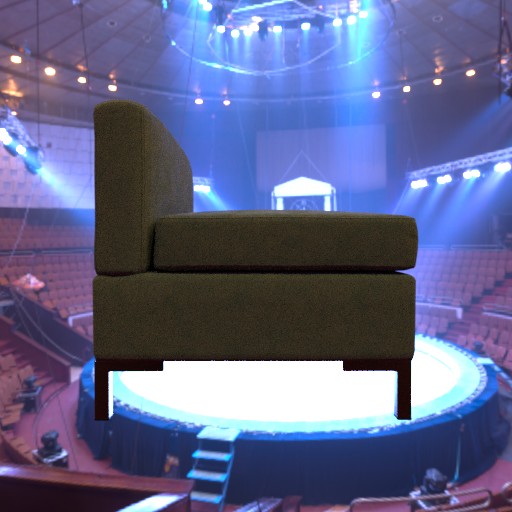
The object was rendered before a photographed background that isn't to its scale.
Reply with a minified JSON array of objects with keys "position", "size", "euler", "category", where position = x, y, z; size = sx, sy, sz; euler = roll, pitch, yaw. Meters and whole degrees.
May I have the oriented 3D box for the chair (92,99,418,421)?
[{"position":[0.000,0.000,1.220],"size":[0.685,0.660,0.684],"euler":[0,1,0],"category":"chair"}]
